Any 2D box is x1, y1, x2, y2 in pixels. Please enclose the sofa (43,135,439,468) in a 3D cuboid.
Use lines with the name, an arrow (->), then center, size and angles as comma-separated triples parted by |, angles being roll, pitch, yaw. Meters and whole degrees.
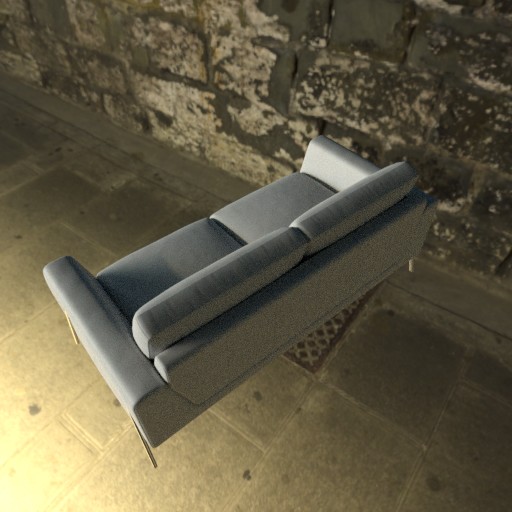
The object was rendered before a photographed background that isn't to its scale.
sofa -> 0.000, 0.000, 2.511 | 2.017, 0.875, 0.953 | -30, 53, -26
